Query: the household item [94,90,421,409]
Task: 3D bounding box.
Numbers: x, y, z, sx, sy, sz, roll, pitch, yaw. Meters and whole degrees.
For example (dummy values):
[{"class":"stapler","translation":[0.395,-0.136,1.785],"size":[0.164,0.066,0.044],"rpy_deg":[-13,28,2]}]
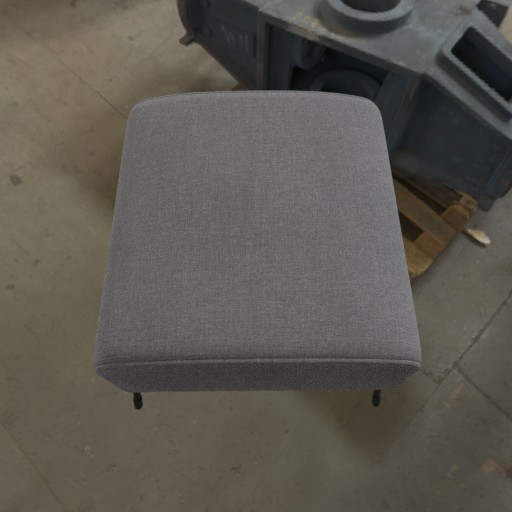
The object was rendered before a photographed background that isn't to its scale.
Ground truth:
[{"class":"household item","translation":[0.000,0.000,0.877],"size":[0.530,0.410,0.530],"rpy_deg":[-1,65,0]}]
